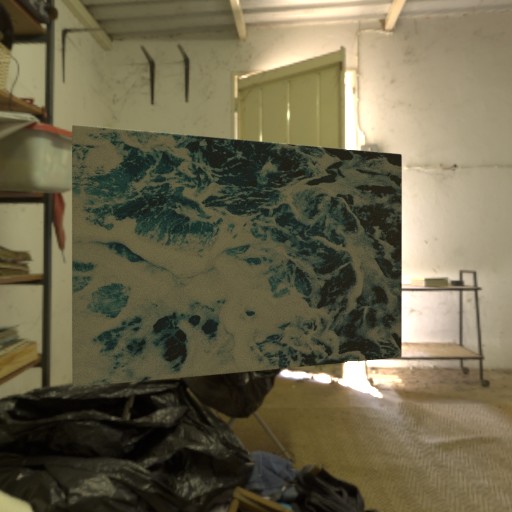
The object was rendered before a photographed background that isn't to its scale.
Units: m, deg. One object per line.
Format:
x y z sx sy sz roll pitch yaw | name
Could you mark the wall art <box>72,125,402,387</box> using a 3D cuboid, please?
0.000 0.000 1.990 1.524 1.017 0.055 0 0 -19 | wall art
